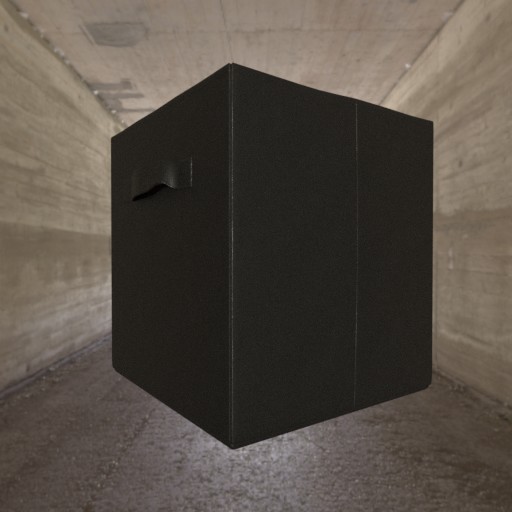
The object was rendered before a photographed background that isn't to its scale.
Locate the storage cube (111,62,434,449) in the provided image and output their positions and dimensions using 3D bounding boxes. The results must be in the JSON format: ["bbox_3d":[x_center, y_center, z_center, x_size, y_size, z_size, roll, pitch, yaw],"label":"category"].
[{"bbox_3d":[0.000,0.000,0.491,0.270,0.280,0.270,-1,1,-36],"label":"storage cube"}]
